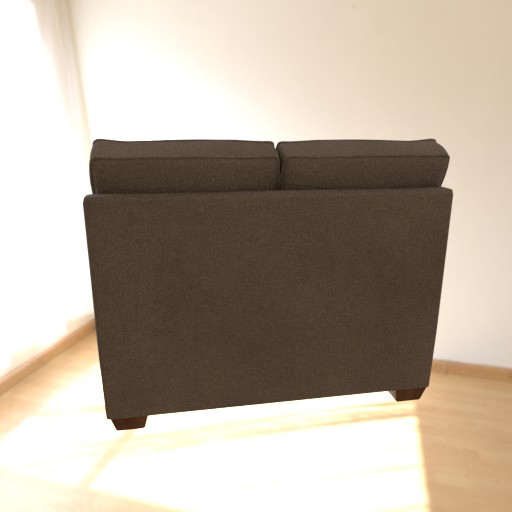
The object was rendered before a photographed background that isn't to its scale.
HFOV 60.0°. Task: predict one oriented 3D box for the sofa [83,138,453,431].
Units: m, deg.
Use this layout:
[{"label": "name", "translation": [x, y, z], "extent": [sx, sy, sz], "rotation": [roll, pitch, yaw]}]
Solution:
[{"label": "sofa", "translation": [0.000, 0.000, 1.956], "extent": [1.237, 1.008, 0.951], "rotation": [-3, 15, -10]}]
